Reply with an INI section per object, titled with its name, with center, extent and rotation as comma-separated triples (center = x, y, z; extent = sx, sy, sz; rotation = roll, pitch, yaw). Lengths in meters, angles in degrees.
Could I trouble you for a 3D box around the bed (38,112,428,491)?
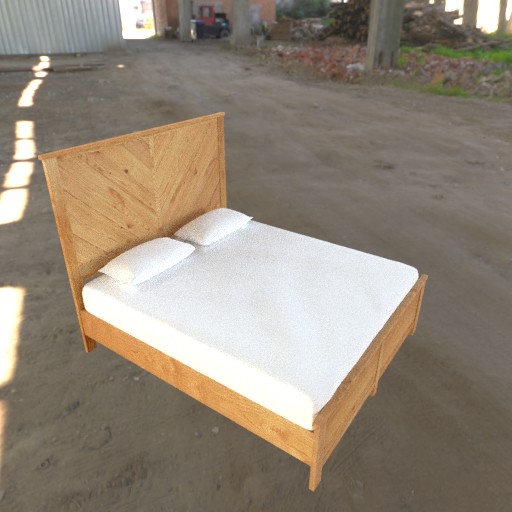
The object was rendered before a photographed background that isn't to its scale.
[bed]
center = 0.000, 0.000, 4.014
extent = 2.530, 1.938, 2.225
rotation = 18, 33, 31
